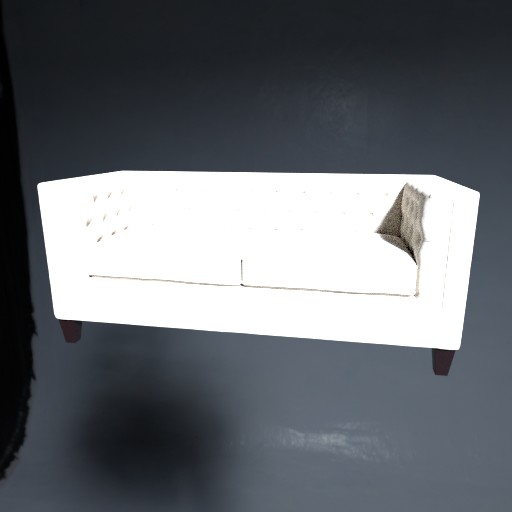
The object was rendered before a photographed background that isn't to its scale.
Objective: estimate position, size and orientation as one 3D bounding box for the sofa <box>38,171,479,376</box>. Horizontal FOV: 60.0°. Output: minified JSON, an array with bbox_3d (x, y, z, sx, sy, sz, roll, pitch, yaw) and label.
[{"bbox_3d":[0.000,0.000,2.203,1.778,0.762,0.775,3,15,10],"label":"sofa"}]
